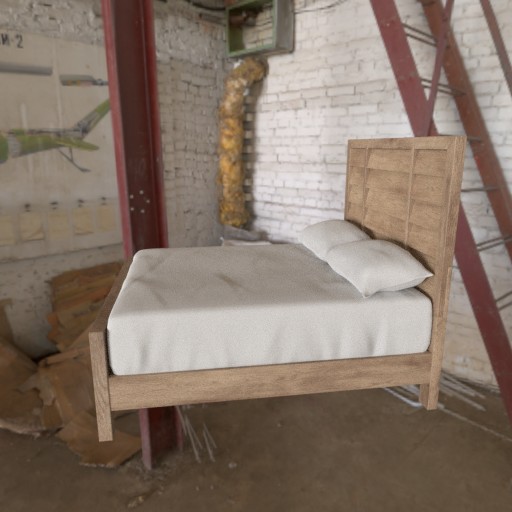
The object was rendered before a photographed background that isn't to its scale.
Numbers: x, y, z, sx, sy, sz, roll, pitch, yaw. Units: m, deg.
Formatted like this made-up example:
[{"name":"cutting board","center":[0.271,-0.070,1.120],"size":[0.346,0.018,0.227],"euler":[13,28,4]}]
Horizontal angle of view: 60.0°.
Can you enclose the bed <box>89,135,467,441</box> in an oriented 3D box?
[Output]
[{"name":"bed","center":[0.000,0.000,3.163],"size":[2.017,1.631,1.615],"euler":[-2,14,-9]}]
